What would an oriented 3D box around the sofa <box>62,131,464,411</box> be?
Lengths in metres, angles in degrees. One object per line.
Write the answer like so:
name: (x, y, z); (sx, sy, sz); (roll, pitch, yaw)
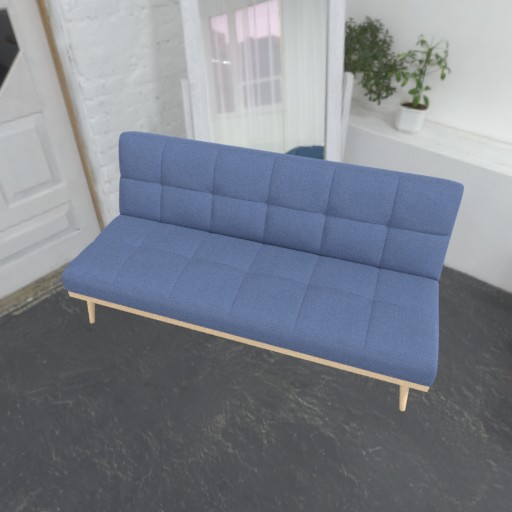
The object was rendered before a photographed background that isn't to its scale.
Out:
sofa: (0.000, 0.000, 2.222); (1.800, 0.800, 0.796); (12, 42, 14)
